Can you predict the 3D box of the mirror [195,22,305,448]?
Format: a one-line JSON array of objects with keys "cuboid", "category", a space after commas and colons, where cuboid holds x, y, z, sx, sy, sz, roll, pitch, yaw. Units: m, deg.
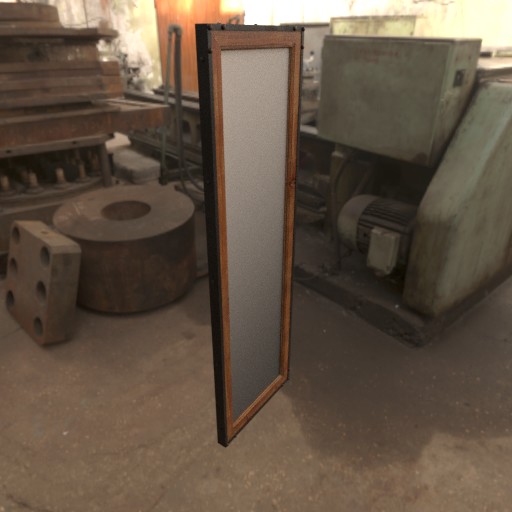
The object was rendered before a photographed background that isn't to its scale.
[{"cuboid": [0.000, 0.000, 1.163, 0.042, 1.080, 0.354, 17, 31, 31], "category": "mirror"}]
